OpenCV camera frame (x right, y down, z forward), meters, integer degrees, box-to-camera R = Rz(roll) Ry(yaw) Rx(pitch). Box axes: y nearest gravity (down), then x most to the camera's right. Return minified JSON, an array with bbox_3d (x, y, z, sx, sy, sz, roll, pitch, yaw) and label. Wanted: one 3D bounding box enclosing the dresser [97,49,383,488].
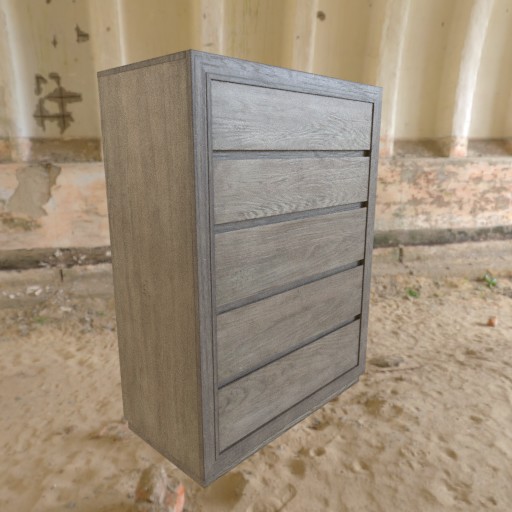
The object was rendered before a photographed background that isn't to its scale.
[{"bbox_3d":[0.000,0.000,1.743,0.483,1.295,0.967,13,18,42],"label":"dresser"}]
